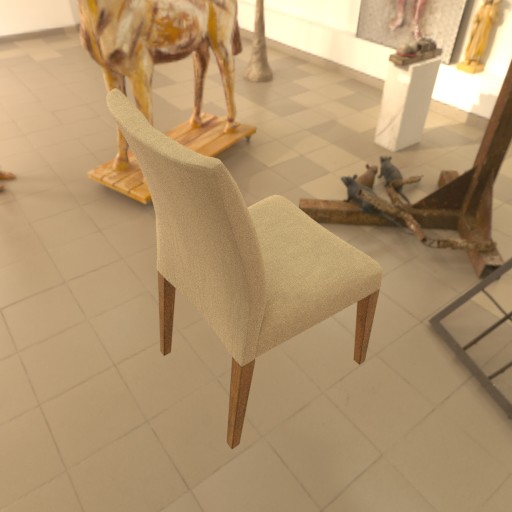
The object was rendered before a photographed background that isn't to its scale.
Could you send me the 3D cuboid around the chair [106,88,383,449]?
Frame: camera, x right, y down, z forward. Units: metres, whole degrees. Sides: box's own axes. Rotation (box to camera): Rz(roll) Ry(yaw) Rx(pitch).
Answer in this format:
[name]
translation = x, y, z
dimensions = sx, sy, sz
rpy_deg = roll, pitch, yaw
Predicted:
[chair]
translation = 0.000, 0.000, 1.265
dimensions = 0.585, 0.940, 0.496
rpy_deg = -26, 47, -27
